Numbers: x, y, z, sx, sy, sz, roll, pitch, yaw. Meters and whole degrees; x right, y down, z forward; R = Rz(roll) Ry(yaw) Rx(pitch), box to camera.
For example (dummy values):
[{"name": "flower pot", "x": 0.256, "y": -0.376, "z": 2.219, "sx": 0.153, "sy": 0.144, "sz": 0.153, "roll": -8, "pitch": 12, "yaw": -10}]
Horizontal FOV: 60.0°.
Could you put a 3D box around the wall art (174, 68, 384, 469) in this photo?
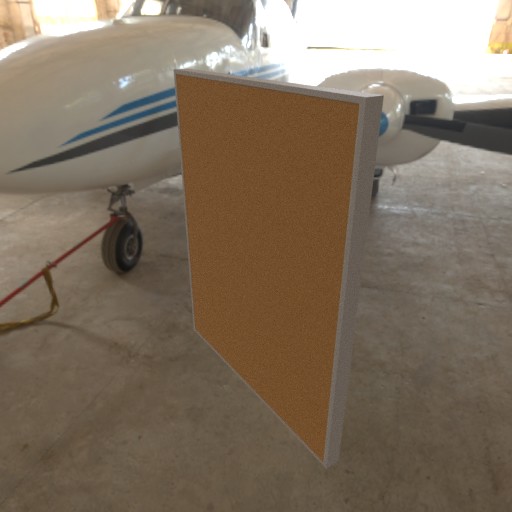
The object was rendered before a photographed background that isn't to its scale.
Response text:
[{"name": "wall art", "x": 0.000, "y": 0.000, "z": 1.024, "sx": 0.055, "sy": 0.763, "sz": 0.611, "roll": -18, "pitch": 32, "yaw": -31}]
